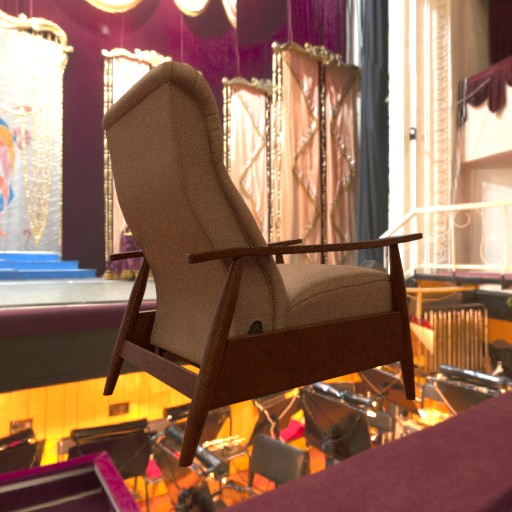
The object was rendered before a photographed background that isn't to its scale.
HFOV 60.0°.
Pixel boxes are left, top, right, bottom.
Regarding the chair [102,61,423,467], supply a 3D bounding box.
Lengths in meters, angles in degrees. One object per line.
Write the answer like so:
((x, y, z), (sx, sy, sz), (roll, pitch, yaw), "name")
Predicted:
((0.000, 0.000, 1.704), (1.030, 1.082, 0.762), (0, 0, -34), "chair")
